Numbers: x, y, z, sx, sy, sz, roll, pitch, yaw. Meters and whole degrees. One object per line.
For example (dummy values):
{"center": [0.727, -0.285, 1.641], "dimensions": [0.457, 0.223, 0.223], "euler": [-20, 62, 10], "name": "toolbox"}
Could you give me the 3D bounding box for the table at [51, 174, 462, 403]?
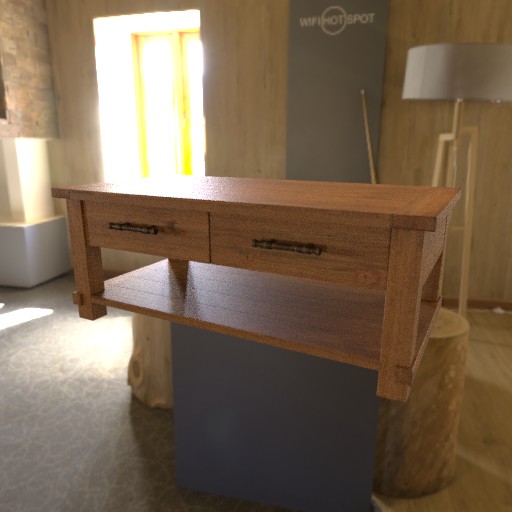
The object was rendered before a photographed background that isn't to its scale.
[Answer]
{"center": [0.000, 0.000, 1.615], "dimensions": [1.270, 0.494, 0.693], "euler": [8, 17, 27], "name": "table"}
